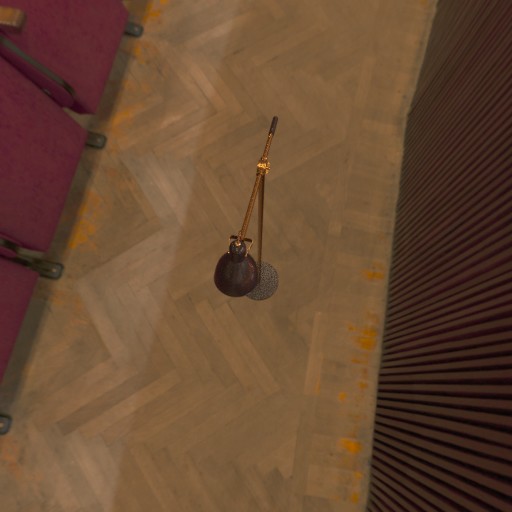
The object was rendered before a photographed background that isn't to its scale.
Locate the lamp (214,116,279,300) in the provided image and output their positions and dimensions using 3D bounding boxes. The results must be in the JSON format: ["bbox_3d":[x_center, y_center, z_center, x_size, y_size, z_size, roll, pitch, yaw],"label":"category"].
[{"bbox_3d":[0.000,0.000,1.852,0.235,1.628,0.618,12,74,3],"label":"lamp"}]
